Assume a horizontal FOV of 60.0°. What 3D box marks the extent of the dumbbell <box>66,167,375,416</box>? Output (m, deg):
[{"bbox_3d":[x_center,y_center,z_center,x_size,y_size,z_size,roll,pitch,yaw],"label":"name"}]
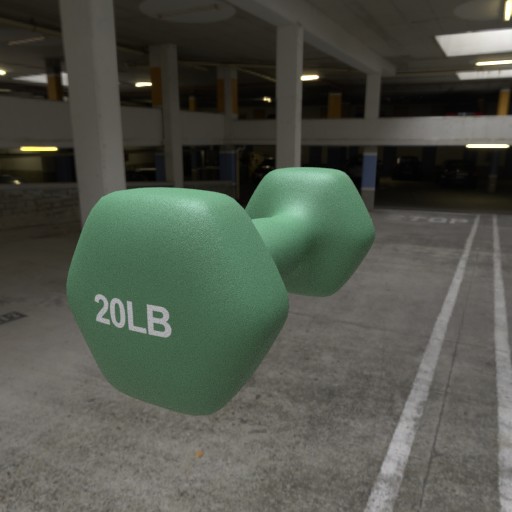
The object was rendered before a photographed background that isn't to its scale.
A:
[{"bbox_3d":[0.000,0.000,0.318,0.126,0.114,0.257,7,16,26],"label":"dumbbell"}]
